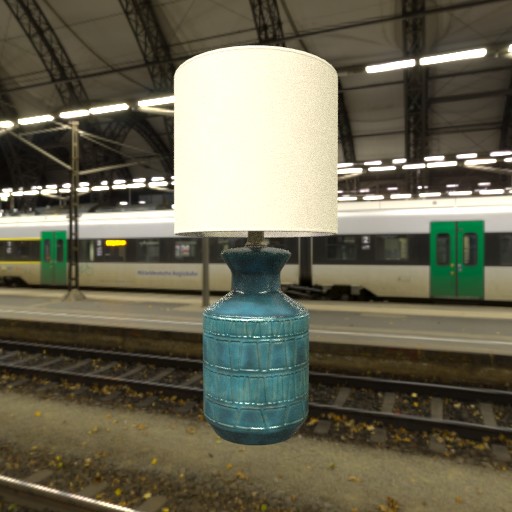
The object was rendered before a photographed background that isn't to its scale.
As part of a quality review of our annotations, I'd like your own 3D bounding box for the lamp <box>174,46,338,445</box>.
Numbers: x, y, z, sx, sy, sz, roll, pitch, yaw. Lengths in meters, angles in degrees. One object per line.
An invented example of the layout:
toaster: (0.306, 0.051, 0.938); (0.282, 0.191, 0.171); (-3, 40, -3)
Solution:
lamp: (0.000, 0.000, 0.584); (0.211, 0.455, 0.211); (0, 0, 0)
